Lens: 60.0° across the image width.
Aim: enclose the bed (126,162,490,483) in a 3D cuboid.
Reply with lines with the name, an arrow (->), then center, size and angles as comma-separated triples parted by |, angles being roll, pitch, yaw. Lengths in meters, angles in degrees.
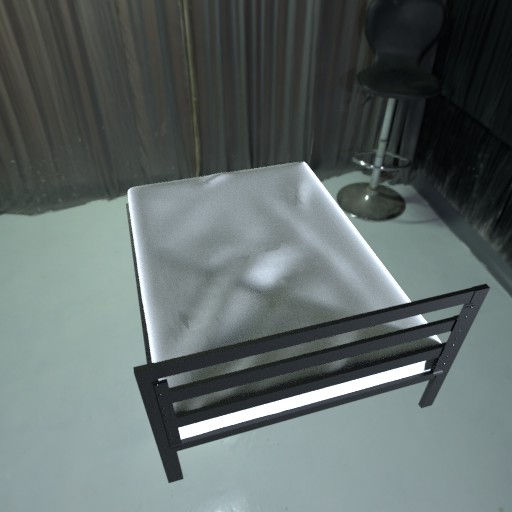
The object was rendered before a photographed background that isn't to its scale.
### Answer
bed -> 0.000, 0.000, 2.817 | 1.524, 0.967, 2.062 | -11, 43, -12
